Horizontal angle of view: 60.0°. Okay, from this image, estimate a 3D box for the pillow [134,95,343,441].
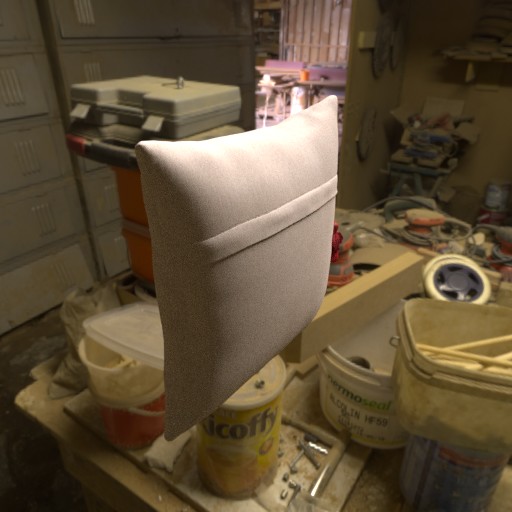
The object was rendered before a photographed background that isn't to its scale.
[{"bbox_3d":[0.000,0.000,0.696,0.173,0.436,0.433,18,32,31],"label":"pillow"}]
